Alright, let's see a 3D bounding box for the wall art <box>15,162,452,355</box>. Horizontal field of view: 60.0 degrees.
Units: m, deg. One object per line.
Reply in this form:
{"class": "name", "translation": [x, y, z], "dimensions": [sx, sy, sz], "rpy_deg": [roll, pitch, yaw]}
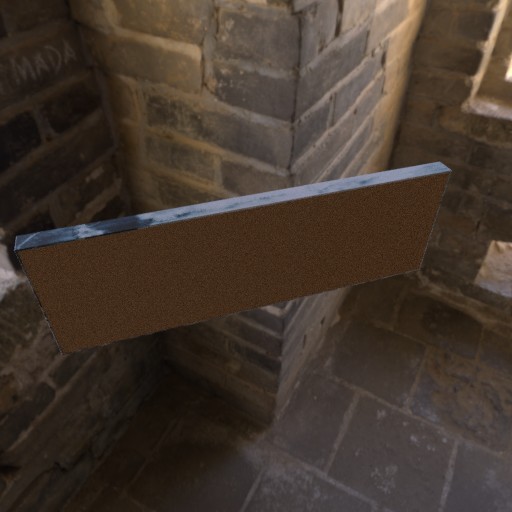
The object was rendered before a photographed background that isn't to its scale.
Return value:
{"class": "wall art", "translation": [0.000, 0.000, 0.835], "dimensions": [0.759, 0.251, 0.037], "rpy_deg": [-12, 42, -14]}
